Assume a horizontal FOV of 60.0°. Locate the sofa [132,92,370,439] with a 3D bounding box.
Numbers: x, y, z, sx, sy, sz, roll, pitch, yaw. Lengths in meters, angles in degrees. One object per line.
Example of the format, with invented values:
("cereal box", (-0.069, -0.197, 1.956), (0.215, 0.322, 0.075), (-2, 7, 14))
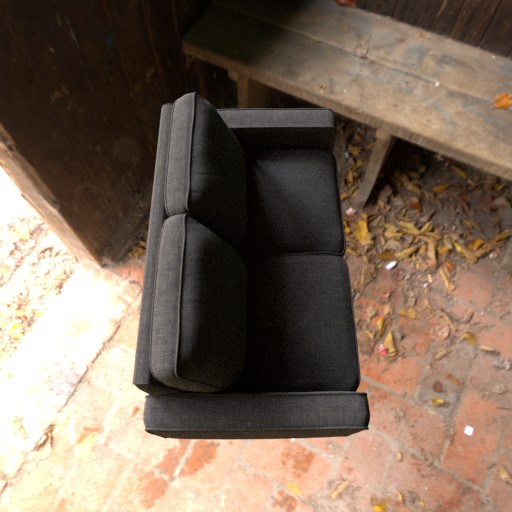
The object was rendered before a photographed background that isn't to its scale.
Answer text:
("sofa", (0.000, 0.000, 2.267), (0.947, 0.918, 1.709), (-1, 65, 0))
